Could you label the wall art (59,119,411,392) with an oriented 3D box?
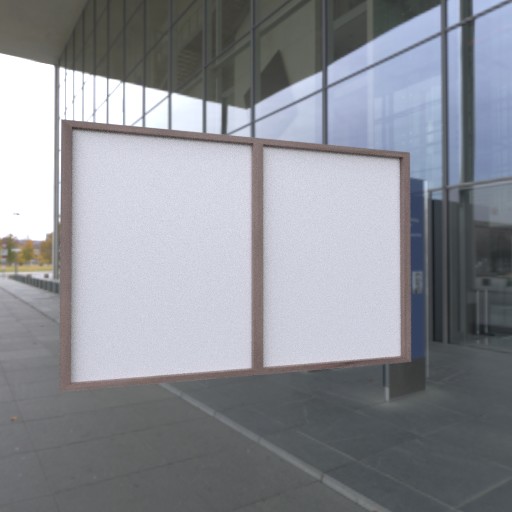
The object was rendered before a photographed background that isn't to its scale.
[{"bbox_3d":[0.000,0.000,1.137,0.919,0.598,0.038,0,-1,-19],"label":"wall art"}]
